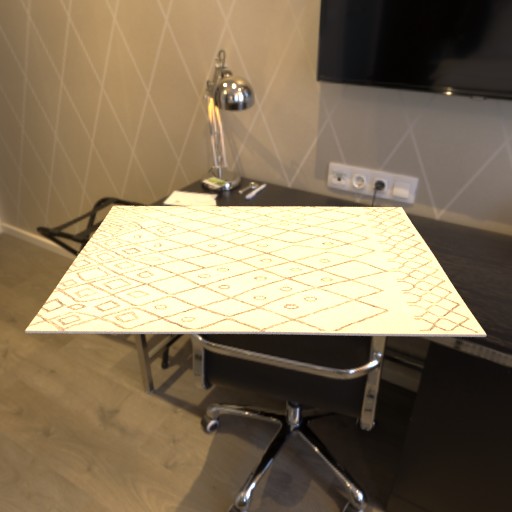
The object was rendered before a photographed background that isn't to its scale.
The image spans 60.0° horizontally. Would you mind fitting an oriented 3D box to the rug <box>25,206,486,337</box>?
[{"bbox_3d":[0.000,0.000,2.279,1.828,0.015,1.222,0,30,1],"label":"rug"}]
